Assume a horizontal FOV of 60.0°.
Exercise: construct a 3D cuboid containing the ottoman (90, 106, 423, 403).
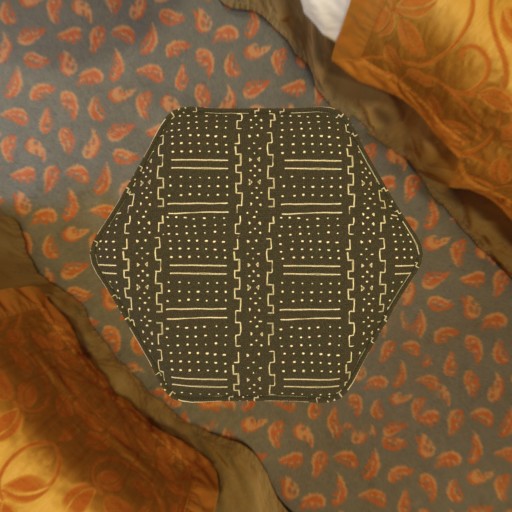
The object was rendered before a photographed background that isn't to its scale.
[{"bbox_3d":[0.000,0.000,0.884,0.494,0.502,0.443,0,90,0],"label":"ottoman"}]
